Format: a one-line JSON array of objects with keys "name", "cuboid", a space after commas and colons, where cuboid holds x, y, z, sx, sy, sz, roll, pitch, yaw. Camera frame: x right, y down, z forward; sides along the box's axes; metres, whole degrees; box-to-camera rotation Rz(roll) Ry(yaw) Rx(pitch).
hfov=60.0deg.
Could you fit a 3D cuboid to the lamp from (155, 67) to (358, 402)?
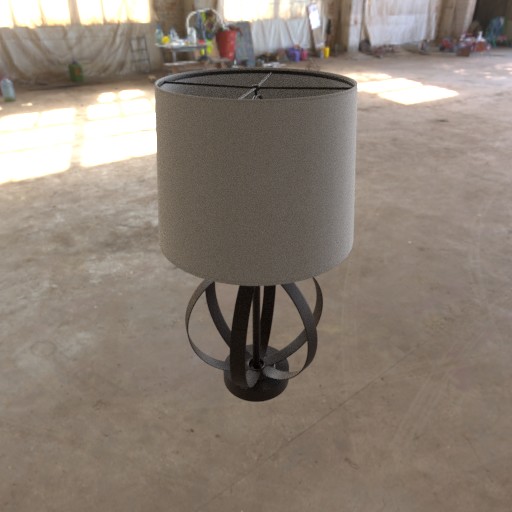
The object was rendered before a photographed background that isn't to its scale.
[{"name": "lamp", "cuboid": [0.000, 0.000, 0.686, 0.286, 0.510, 0.286, 0, 30, 0]}]
